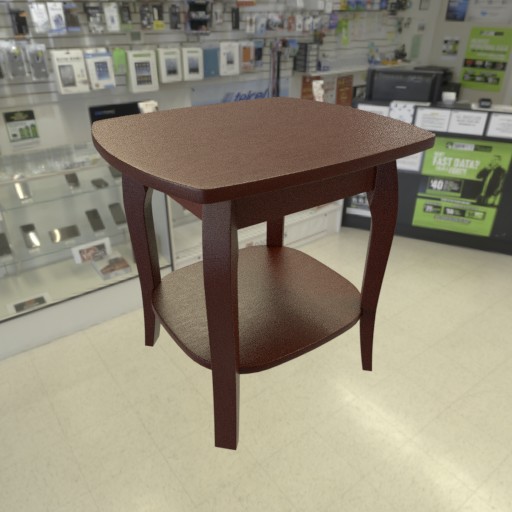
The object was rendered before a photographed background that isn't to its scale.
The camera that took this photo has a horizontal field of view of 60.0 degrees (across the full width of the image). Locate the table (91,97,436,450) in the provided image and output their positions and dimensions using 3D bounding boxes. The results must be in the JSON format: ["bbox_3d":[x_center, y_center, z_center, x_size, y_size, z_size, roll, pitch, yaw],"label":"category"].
[{"bbox_3d":[0.000,0.000,0.865,0.502,0.496,0.433,-19,35,-29],"label":"table"}]
